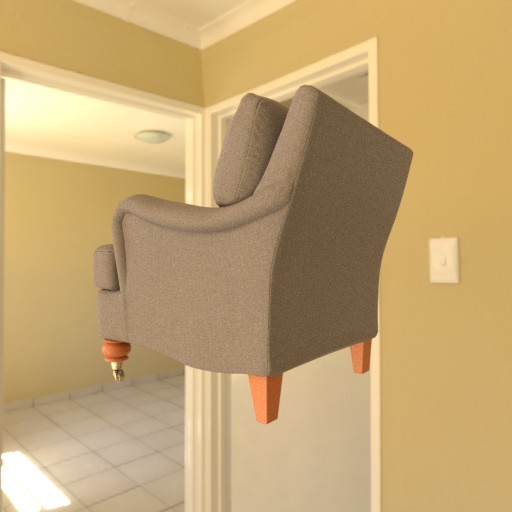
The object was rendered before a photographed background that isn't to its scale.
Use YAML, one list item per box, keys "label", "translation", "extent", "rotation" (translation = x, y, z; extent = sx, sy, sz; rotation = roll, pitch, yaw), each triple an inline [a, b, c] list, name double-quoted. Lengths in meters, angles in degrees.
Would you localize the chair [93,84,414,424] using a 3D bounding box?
- label: "chair"
  translation: [0.000, 0.000, 1.875]
  extent: [1.070, 1.038, 0.955]
  rotation: [0, 0, 36]
